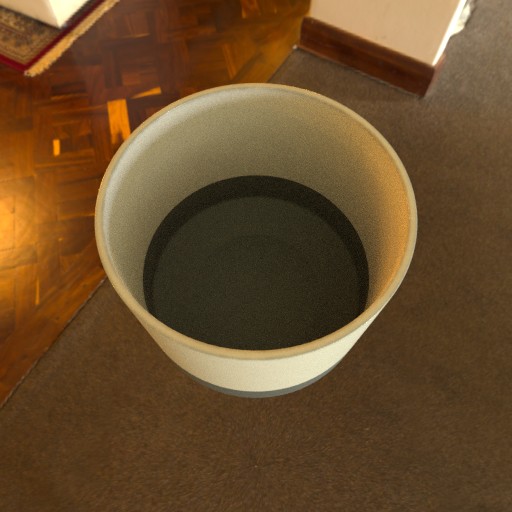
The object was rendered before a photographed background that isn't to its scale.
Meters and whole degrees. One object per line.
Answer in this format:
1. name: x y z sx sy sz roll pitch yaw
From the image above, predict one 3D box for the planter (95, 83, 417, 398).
1. planter: 0.000 0.000 0.225 0.128 0.105 0.128 0 65 0
